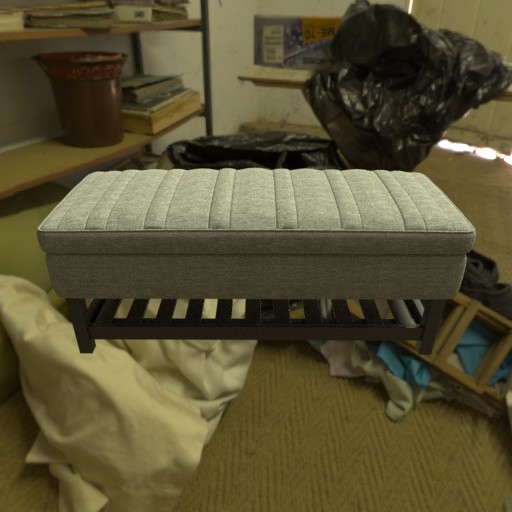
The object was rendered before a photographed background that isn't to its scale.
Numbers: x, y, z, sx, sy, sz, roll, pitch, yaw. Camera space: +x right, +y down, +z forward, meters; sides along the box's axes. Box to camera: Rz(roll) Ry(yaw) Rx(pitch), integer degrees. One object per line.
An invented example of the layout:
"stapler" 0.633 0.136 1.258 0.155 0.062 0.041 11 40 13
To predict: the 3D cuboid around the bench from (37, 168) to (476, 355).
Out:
"bench" 0.000 0.000 1.348 1.100 0.470 0.429 0 30 0
